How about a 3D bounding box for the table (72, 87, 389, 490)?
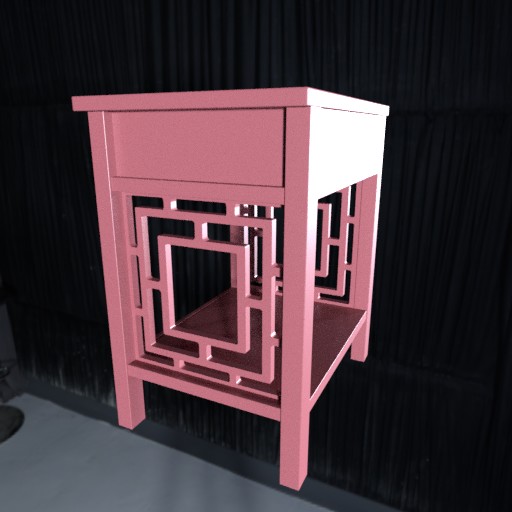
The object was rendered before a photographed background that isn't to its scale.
[{"bbox_3d":[0.000,0.000,1.044,0.451,0.686,0.599,8,18,25],"label":"table"}]
